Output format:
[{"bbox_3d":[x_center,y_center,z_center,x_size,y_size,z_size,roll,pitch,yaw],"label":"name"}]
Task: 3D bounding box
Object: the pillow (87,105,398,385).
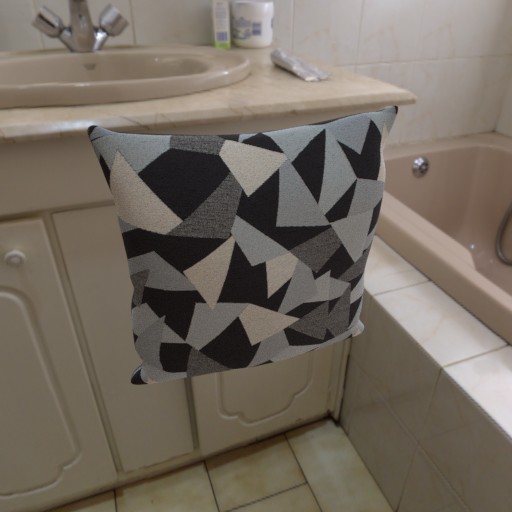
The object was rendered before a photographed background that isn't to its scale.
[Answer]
[{"bbox_3d":[0.000,0.000,0.787,0.503,0.496,0.208,-10,33,-15],"label":"pillow"}]
